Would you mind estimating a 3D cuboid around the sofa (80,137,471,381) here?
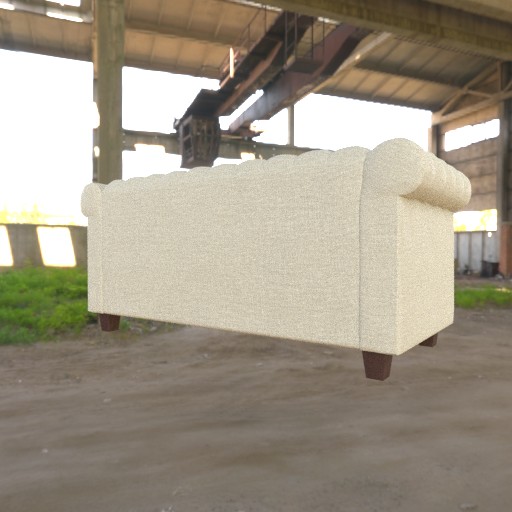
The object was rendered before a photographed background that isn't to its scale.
[{"bbox_3d":[0.000,0.000,2.167,1.798,0.797,0.783,1,1,36],"label":"sofa"}]
